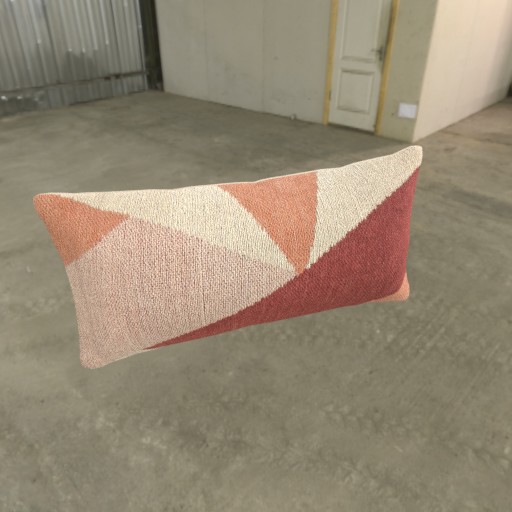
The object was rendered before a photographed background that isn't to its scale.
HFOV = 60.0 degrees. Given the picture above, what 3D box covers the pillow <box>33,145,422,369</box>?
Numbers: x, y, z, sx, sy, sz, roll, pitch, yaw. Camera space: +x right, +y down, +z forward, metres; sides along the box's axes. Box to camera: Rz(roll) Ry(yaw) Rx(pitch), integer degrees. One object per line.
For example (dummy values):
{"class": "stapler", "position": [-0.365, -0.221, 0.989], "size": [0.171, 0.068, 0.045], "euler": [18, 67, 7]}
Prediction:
{"class": "pillow", "position": [0.000, 0.000, 0.721], "size": [0.609, 0.292, 0.155], "euler": [-10, 33, -16]}
